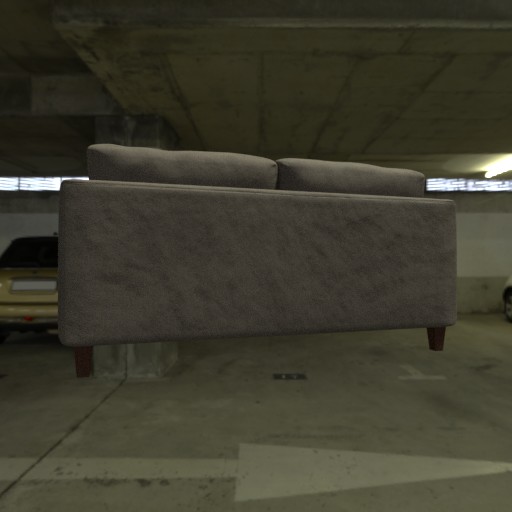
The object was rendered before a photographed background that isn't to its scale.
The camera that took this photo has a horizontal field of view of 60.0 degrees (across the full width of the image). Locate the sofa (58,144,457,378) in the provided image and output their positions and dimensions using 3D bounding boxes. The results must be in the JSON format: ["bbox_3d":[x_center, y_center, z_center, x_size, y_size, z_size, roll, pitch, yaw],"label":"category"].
[{"bbox_3d":[0.000,0.000,2.397,1.884,0.963,0.950,0,-1,-18],"label":"sofa"}]
